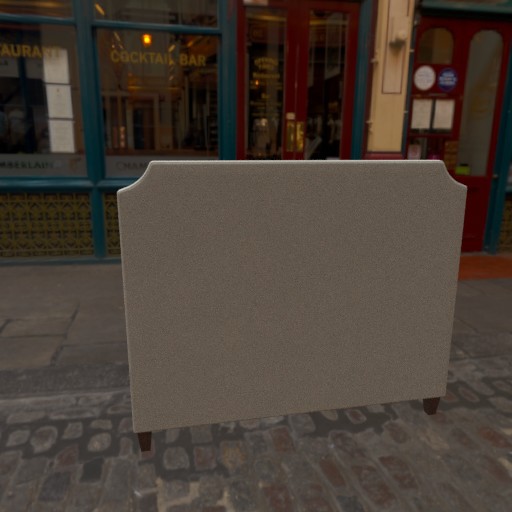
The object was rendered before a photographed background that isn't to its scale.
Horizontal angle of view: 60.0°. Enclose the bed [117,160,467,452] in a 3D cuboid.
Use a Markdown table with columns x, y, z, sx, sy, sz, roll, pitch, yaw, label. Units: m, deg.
| x | y | z | sx | sy | sz | roll | pitch | yaw | label |
| --- | --- | --- | --- | --- | --- | --- | --- | --- | --- |
| 0.000 | 0.000 | 3.287 | 1.703 | 1.415 | 2.329 | -3 | 13 | -11 | bed |
